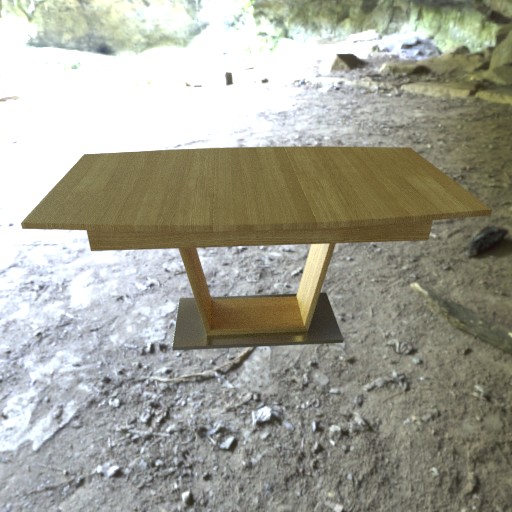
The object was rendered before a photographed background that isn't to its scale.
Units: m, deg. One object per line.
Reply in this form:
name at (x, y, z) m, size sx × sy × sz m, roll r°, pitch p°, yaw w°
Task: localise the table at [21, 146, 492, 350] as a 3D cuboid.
table at (0.000, 0.000, 2.016) m, size 1.598 × 0.748 × 0.900 m, roll -2°, pitch 30°, yaw -3°
